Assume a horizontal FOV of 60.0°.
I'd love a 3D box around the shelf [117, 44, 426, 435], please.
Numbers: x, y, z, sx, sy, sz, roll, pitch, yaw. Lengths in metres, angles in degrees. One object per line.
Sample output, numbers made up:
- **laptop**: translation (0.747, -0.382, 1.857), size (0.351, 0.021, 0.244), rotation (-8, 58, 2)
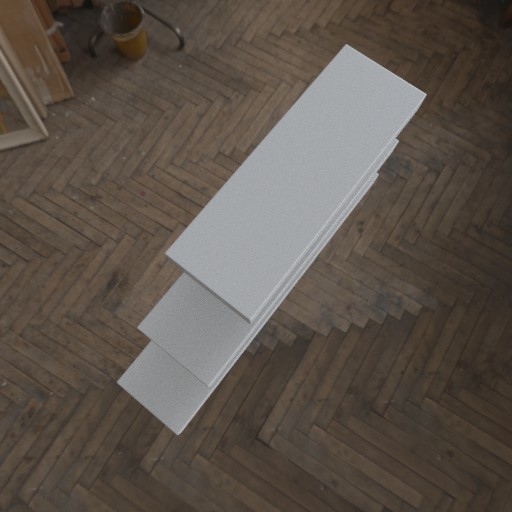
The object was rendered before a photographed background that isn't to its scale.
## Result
- **shelf**: translation (0.000, 0.000, 0.717), size (0.140, 0.293, 0.610), rotation (37, 78, 9)
